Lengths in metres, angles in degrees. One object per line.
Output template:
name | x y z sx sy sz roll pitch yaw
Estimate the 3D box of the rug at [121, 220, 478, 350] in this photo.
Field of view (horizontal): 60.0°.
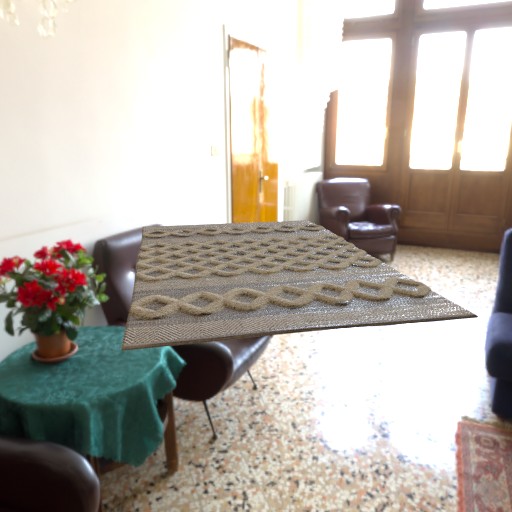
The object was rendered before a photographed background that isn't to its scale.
rug | 0.000 0.000 2.885 1.513 0.033 2.333 -3 15 -12
